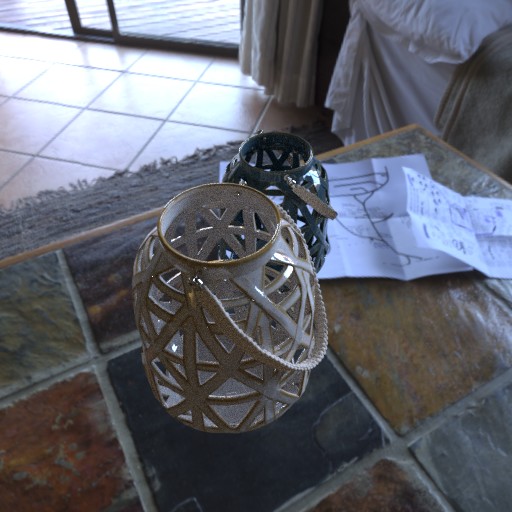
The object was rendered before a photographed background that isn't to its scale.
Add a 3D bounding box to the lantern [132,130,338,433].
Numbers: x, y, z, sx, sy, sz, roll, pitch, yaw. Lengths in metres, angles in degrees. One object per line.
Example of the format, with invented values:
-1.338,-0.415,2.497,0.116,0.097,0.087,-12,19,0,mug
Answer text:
0.000,0.000,0.625,0.245,0.307,0.439,12,47,11,lantern
